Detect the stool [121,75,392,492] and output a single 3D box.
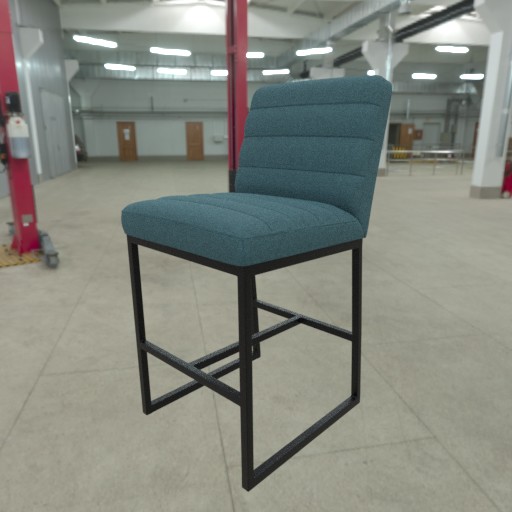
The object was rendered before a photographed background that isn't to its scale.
[{"bbox_3d":[0.000,0.000,1.215,0.460,0.940,0.560,14,21,42],"label":"stool"}]
